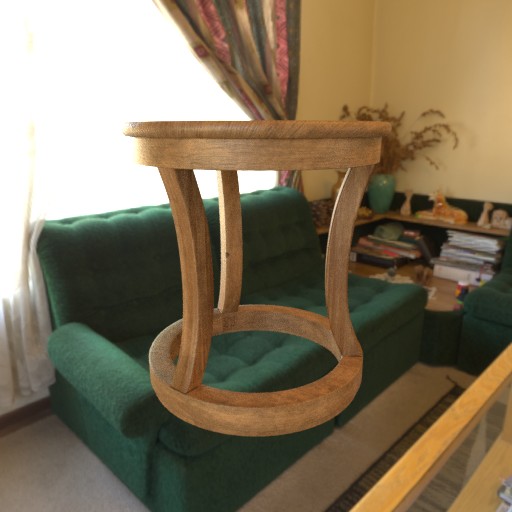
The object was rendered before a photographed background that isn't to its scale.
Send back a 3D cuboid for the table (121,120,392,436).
[{"bbox_3d":[0.000,0.000,0.797,0.432,0.460,0.432,0,16,0],"label":"table"}]
